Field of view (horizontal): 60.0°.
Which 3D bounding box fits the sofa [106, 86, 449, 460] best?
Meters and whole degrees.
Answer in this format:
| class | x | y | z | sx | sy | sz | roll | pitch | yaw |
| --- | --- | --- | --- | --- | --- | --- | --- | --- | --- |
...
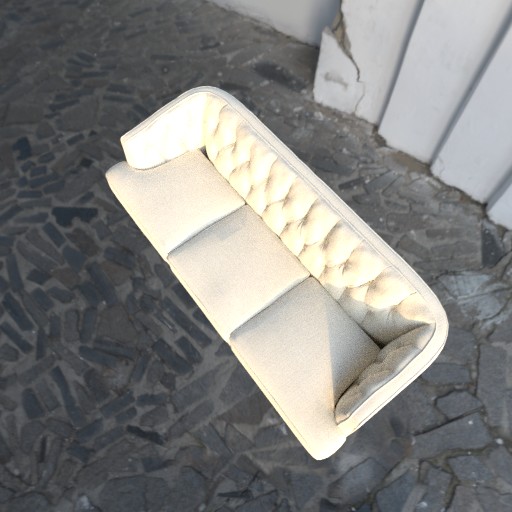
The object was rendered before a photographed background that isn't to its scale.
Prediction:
| class | x | y | z | sx | sy | sz | roll | pitch | yaw |
| --- | --- | --- | --- | --- | --- | --- | --- | --- | --- |
| sofa | 0.000 | 0.000 | 2.776 | 0.941 | 0.855 | 2.278 | -34 | 67 | -16 |
